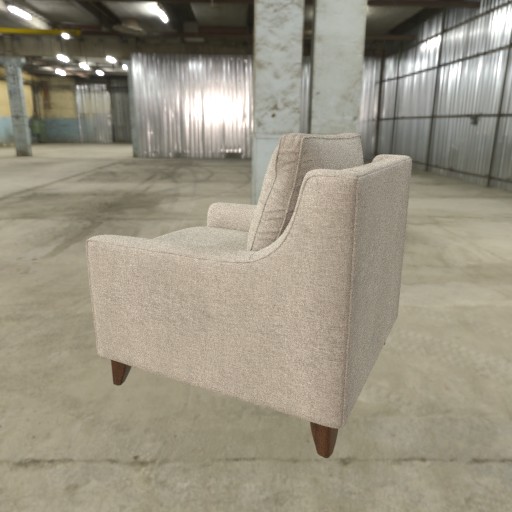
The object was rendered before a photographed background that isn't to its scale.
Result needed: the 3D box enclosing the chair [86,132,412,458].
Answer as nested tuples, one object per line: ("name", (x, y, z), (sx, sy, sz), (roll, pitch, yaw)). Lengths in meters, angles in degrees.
("chair", (0.000, 0.000, 1.610), (0.918, 0.864, 0.838), (8, 18, 26))
